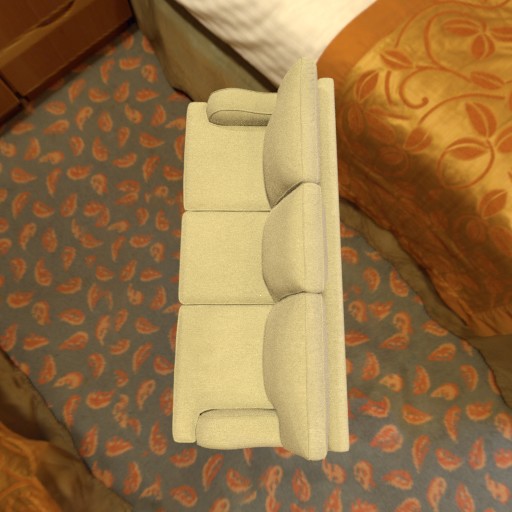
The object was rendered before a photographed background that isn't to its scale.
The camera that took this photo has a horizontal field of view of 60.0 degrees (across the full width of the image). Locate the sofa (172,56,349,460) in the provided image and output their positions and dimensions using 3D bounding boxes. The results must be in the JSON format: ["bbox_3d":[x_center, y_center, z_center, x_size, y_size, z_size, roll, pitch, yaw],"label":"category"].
[{"bbox_3d":[0.000,0.000,2.901,1.016,0.991,2.323,0,76,0],"label":"sofa"}]
